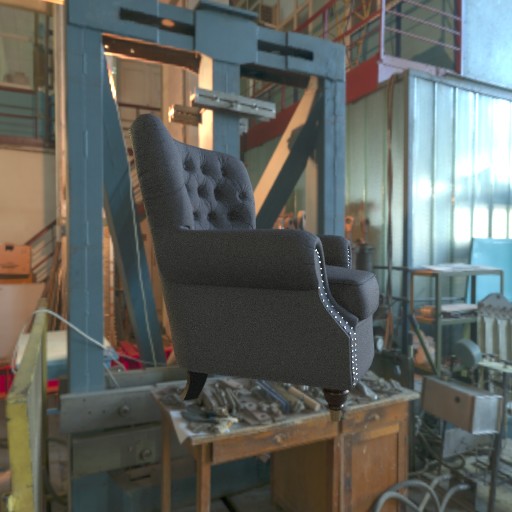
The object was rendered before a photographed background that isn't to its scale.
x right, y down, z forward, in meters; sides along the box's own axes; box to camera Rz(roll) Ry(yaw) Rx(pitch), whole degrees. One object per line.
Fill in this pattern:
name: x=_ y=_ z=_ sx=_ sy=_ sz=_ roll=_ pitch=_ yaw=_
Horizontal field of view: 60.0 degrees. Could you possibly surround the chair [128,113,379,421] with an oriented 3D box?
chair: x=0.000 y=0.000 z=1.855 sx=0.983 sy=1.046 sz=0.983 roll=0 pitch=1 yaw=19
